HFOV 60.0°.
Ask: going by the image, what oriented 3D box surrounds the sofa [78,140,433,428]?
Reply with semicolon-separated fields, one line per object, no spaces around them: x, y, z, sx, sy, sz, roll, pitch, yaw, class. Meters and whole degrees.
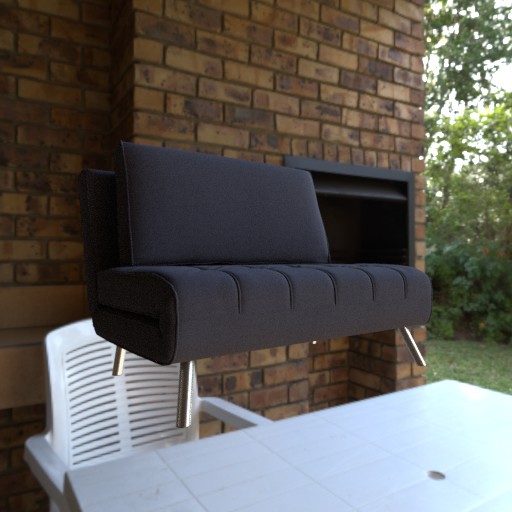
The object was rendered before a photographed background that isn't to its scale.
0.000;0.000;1.861;1.220;0.910;0.910;0;0;-37;sofa
